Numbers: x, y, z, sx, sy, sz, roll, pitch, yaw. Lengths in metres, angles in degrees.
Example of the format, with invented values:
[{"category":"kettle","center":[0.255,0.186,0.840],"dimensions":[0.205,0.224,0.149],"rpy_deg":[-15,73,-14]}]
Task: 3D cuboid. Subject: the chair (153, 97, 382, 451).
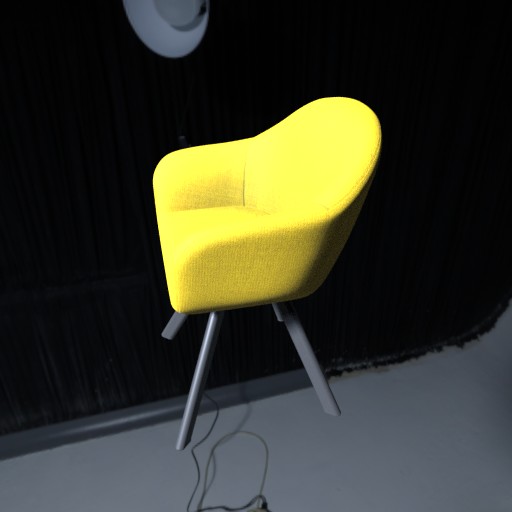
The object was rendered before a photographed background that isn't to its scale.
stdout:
[{"category":"chair","center":[0.000,0.000,1.205],"dimensions":[0.550,0.795,0.590],"rpy_deg":[-7,29,-13]}]
